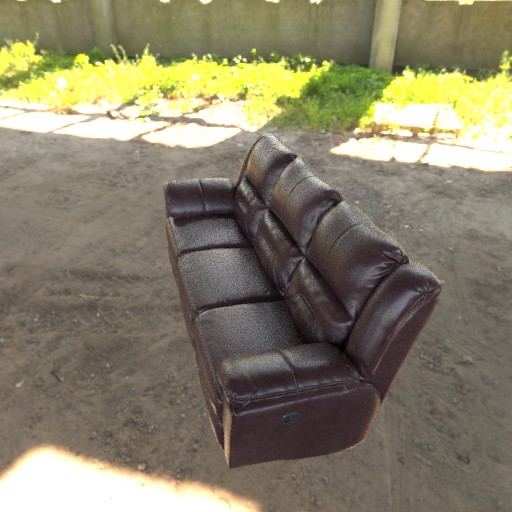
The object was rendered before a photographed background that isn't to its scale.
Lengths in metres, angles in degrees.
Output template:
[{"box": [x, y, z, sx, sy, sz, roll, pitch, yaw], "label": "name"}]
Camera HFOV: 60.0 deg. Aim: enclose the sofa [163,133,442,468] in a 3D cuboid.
[{"box": [0.000, 0.000, 2.830, 0.991, 1.043, 2.337, -9, 33, -14], "label": "sofa"}]
